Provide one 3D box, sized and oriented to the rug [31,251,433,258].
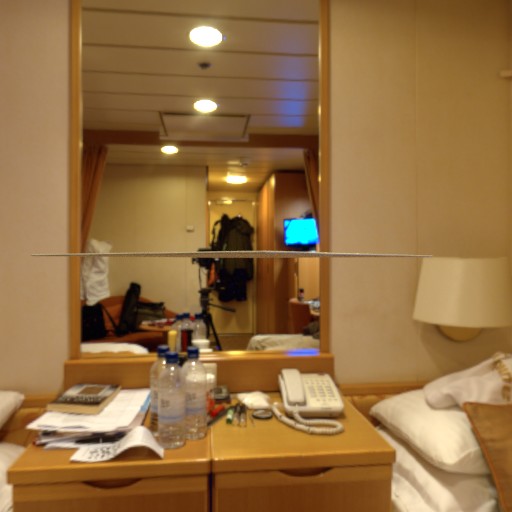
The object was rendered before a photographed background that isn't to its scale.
[{"bbox_3d":[0.000,0.000,3.983,2.288,0.018,2.895,0,-1,37],"label":"rug"}]
